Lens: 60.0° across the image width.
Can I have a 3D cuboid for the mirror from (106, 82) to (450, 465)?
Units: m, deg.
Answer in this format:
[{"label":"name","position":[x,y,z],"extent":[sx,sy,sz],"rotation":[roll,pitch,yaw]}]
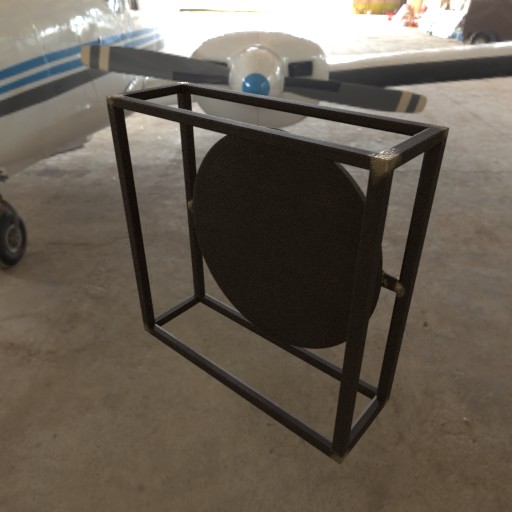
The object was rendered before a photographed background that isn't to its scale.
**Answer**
[{"label":"mirror","position":[0.000,0.000,0.471],"extent":[0.306,0.303,0.107],"rotation":[24,38,34]}]
